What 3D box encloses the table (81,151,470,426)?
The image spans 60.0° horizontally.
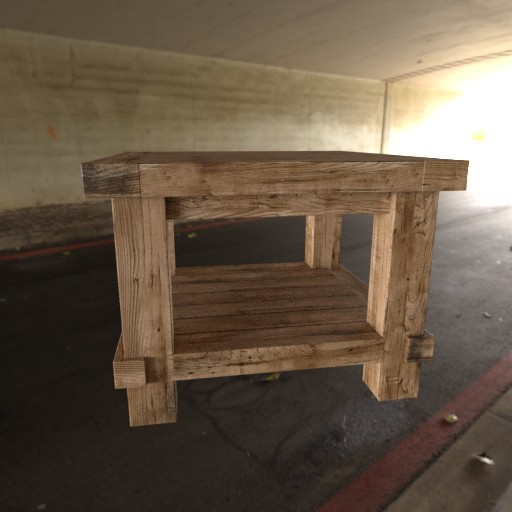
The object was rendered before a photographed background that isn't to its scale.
[{"bbox_3d":[0.000,0.000,1.027,0.610,0.457,0.610,-2,15,-9],"label":"table"}]
